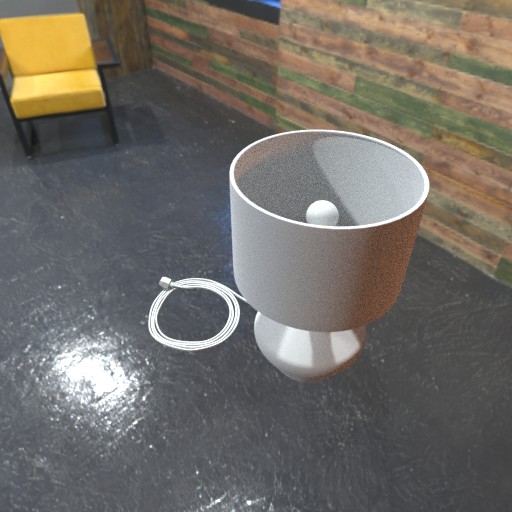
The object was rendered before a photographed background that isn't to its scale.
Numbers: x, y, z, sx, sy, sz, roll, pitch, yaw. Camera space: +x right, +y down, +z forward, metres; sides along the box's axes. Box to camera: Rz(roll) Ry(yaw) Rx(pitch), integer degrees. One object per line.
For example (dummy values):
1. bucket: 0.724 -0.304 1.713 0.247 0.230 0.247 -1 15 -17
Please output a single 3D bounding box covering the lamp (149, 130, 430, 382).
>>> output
1. lamp: 0.000 0.000 0.886 0.401 0.457 0.546 -26 46 -28
